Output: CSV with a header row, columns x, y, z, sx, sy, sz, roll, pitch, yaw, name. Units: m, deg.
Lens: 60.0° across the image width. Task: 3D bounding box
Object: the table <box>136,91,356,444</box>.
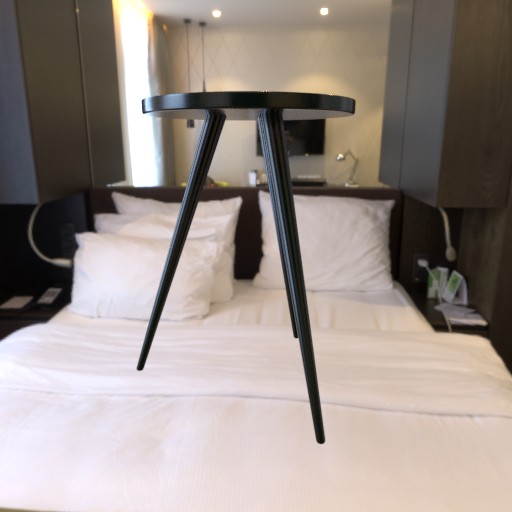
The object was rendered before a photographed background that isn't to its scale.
x,y,z,sx,sy,sz,roll,pitch,yaw,name
0.000,0.000,0.830,0.403,0.548,0.415,-7,16,-26,table
